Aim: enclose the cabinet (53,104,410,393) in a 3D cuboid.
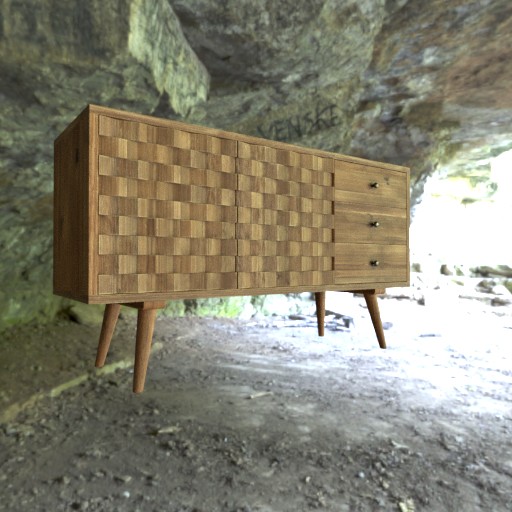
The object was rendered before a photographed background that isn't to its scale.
[{"bbox_3d":[0.000,0.000,1.759,1.400,0.800,0.472,0,-1,-36],"label":"cabinet"}]
